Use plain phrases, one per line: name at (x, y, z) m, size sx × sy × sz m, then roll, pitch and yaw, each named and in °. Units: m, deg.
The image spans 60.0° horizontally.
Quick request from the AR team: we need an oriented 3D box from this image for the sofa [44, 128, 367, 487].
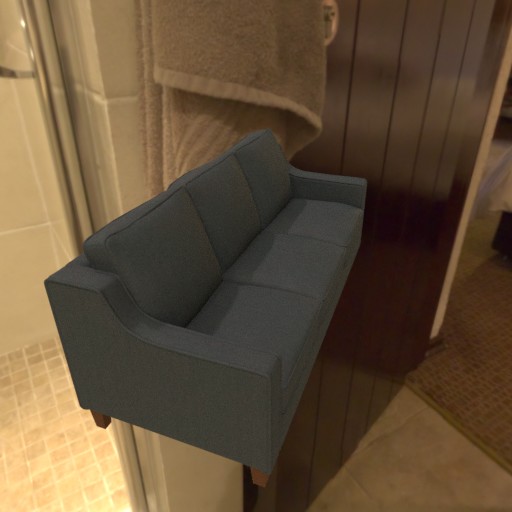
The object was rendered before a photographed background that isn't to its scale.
sofa at (0.000, 0.000, 2.445) m, size 0.911 × 0.974 × 1.986 m, roll 11°, pitch 31°, yaw 18°
